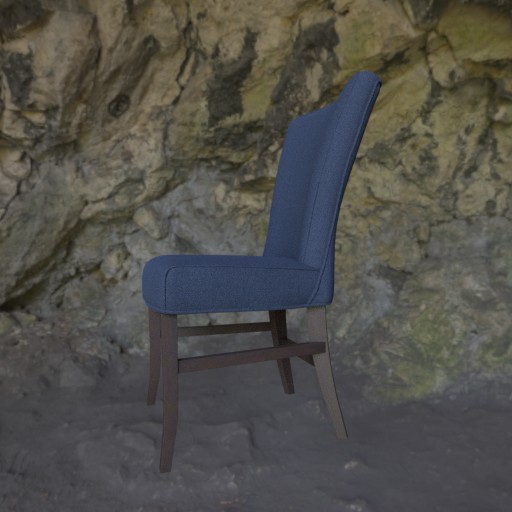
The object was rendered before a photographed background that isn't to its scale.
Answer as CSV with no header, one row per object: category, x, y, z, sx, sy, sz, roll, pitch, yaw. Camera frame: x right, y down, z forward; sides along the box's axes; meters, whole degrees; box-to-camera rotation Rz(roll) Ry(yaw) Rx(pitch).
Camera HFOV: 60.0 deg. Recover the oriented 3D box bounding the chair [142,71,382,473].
chair,0.000,0.000,1.337,0.660,0.991,0.520,0,1,-17
